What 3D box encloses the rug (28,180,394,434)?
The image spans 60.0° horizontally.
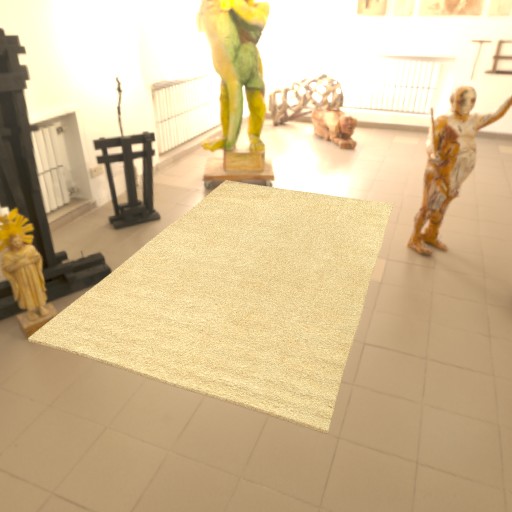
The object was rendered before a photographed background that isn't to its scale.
[{"bbox_3d":[0.000,0.000,2.896,1.500,0.025,2.346,11,32,18],"label":"rug"}]
